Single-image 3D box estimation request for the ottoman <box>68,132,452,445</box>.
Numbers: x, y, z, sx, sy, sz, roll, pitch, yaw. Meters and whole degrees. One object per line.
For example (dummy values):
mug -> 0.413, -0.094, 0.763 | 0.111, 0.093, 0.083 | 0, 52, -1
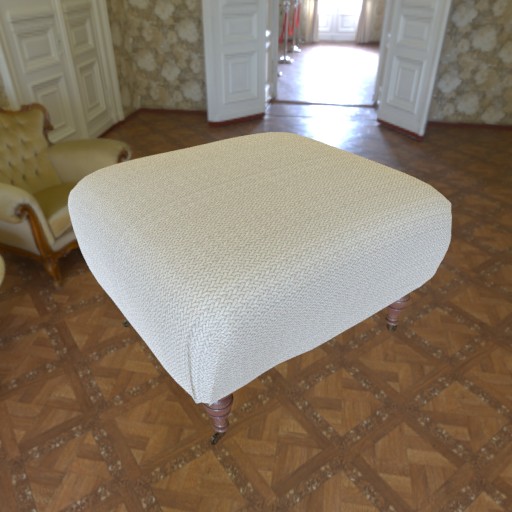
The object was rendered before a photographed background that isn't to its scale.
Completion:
ottoman -> 0.000, 0.000, 1.053 | 0.684, 0.447, 0.622 | -22, 38, -30
